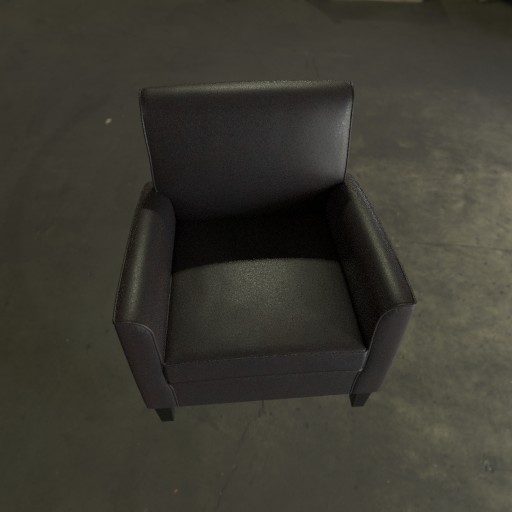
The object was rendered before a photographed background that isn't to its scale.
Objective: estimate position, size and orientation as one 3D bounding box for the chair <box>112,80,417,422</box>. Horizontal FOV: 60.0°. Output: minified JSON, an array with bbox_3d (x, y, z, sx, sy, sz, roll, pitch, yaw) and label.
[{"bbox_3d":[0.000,0.000,1.567,0.820,0.916,0.819,-3,46,-3],"label":"chair"}]
